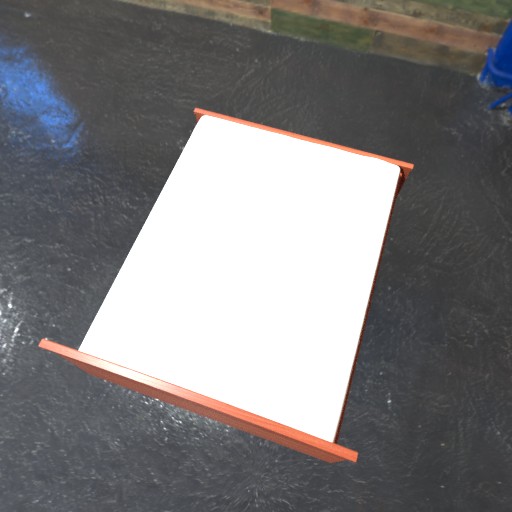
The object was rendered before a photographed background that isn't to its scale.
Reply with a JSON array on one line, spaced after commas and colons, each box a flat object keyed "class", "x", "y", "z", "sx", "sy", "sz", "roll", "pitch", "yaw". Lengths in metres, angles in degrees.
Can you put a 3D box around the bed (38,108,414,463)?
[{"class": "bed", "x": 0.000, "y": 0.000, "z": 2.925, "sx": 1.683, "sy": 0.848, "sz": 2.053, "roll": 17, "pitch": 65, "yaw": 8}]
